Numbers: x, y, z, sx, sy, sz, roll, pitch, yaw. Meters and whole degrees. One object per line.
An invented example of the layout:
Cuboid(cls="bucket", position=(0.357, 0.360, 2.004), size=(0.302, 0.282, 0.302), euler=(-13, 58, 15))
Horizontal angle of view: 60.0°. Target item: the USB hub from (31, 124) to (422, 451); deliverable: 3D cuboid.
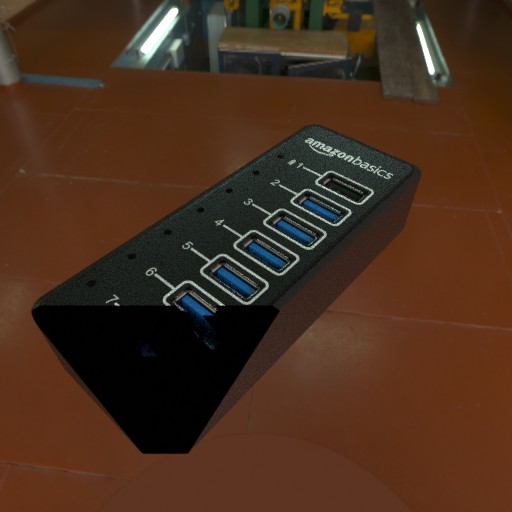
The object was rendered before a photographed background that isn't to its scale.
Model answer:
Cuboid(cls="USB hub", position=(0.000, 0.000, 0.126), size=(0.044, 0.023, 0.110), euler=(33, 55, 27))
